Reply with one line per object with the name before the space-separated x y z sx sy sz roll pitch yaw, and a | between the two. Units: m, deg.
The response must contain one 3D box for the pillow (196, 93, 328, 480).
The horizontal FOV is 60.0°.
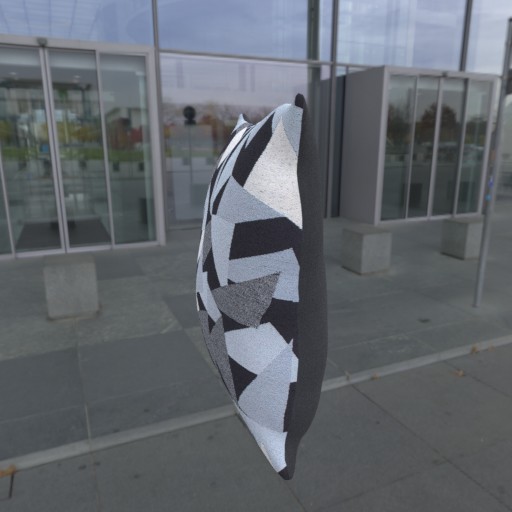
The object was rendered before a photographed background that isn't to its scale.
pillow | 0.000 0.000 0.764 0.208 0.496 0.503 -2 15 -9
